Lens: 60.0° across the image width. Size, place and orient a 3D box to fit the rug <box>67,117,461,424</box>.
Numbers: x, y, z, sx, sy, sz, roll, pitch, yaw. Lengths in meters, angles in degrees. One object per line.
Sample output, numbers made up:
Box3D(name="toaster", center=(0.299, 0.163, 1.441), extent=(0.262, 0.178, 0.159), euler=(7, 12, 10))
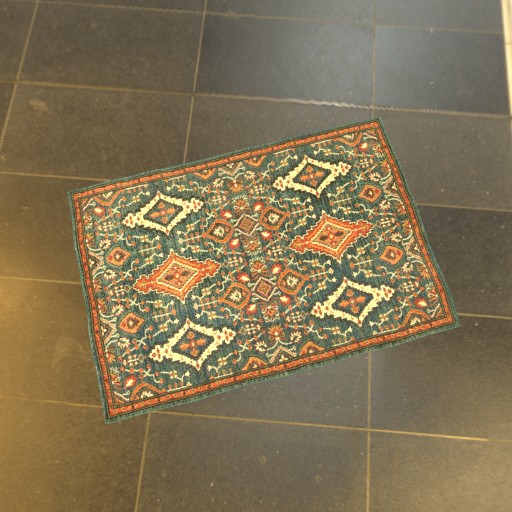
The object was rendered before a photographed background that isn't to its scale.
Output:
Box3D(name="rug", center=(0.000, 0.000, 3.020), extent=(2.373, 0.009, 1.622), euler=(-14, 75, -4))
